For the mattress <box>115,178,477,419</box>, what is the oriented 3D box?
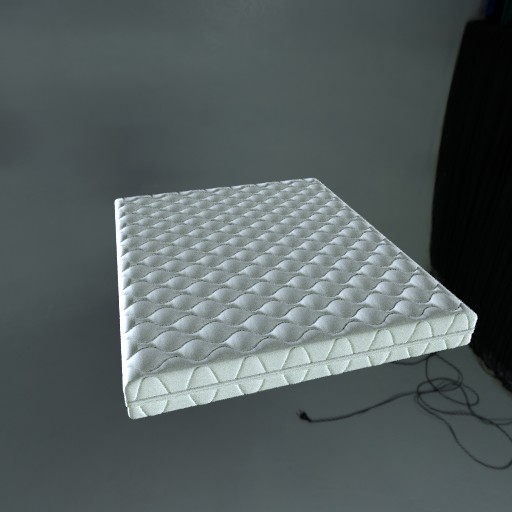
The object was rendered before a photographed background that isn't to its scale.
[{"bbox_3d":[0.000,0.000,2.675,1.600,0.200,1.900,-8,31,-14],"label":"mattress"}]
